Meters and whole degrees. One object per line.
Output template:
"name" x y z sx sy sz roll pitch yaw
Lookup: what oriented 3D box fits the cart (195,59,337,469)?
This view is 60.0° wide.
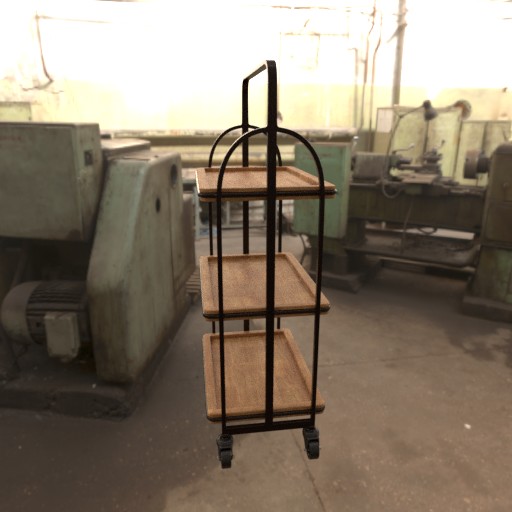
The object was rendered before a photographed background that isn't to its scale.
"cart" 0.000 0.000 1.279 0.327 1.001 0.553 -2 17 -8
